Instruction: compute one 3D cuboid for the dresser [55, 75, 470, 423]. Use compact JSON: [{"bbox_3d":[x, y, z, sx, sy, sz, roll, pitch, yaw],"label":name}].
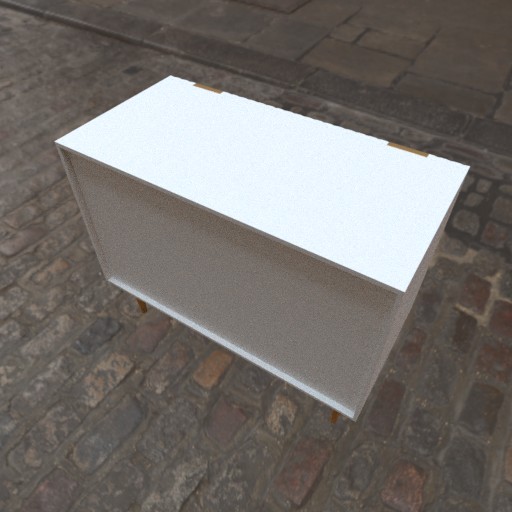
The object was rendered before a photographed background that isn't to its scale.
[{"bbox_3d":[0.000,0.000,1.333,0.905,0.721,0.457,25,51,22],"label":"dresser"}]
